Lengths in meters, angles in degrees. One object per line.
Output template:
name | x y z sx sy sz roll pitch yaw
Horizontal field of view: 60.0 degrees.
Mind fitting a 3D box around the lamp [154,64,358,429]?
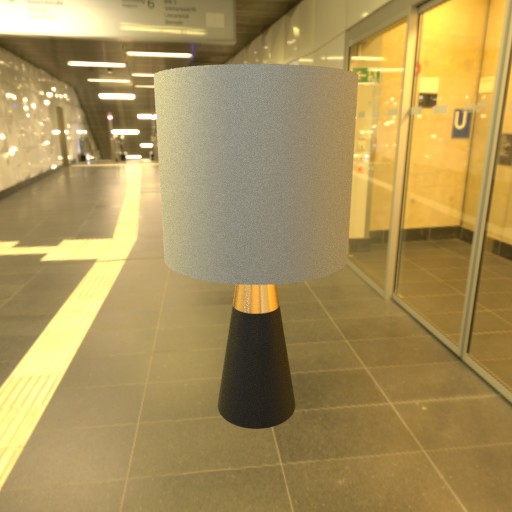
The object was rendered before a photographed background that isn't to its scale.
lamp | 0.000 0.000 0.759 0.308 0.580 0.308 -8 18 -26
